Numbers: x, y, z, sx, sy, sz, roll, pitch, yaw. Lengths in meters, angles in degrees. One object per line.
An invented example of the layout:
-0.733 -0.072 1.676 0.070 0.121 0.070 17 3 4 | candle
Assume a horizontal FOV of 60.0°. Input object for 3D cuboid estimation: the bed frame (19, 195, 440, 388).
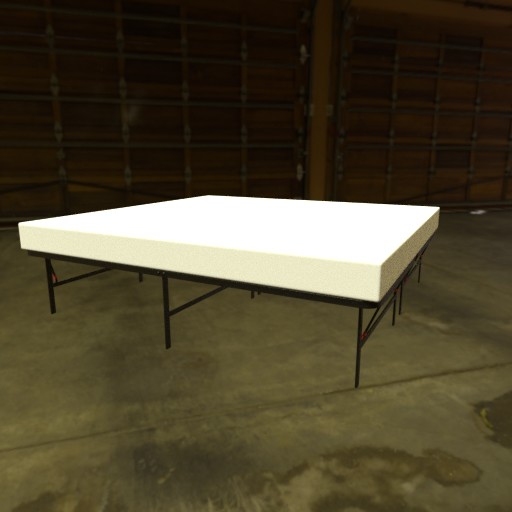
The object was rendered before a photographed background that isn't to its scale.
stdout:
0.000 0.000 2.944 2.032 0.559 1.930 7 15 27 | bed frame
